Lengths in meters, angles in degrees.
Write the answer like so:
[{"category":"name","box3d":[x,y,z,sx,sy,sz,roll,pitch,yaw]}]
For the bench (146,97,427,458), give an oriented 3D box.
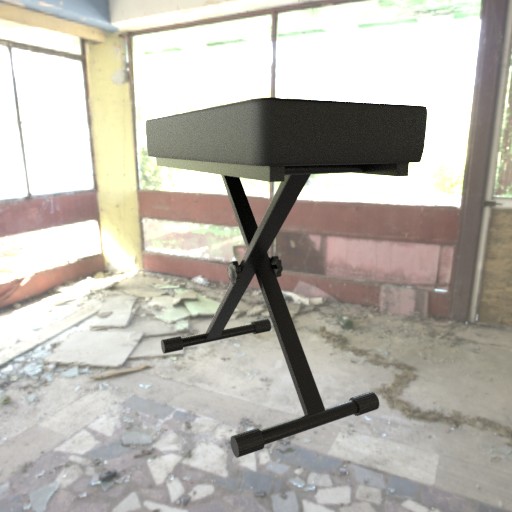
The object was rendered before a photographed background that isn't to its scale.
[{"category":"bench","box3d":[0.000,0.000,0.924,0.300,0.561,0.600,-7,16,-27]}]
